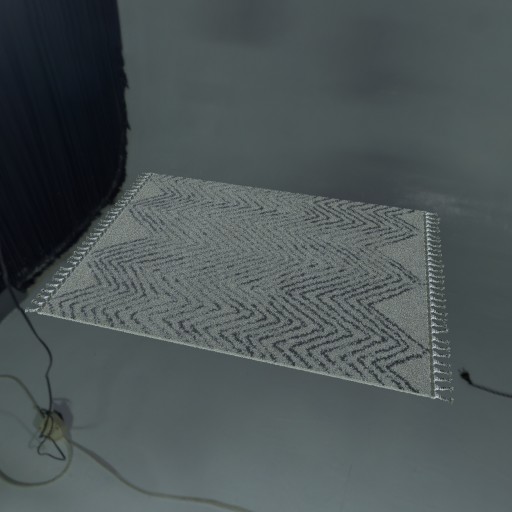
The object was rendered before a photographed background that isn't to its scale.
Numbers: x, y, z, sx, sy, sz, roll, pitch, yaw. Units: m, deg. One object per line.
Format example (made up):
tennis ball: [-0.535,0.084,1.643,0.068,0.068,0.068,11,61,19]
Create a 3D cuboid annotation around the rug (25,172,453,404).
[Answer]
rug: [0.000,0.000,2.250,1.847,0.014,1.230,10,42,11]
